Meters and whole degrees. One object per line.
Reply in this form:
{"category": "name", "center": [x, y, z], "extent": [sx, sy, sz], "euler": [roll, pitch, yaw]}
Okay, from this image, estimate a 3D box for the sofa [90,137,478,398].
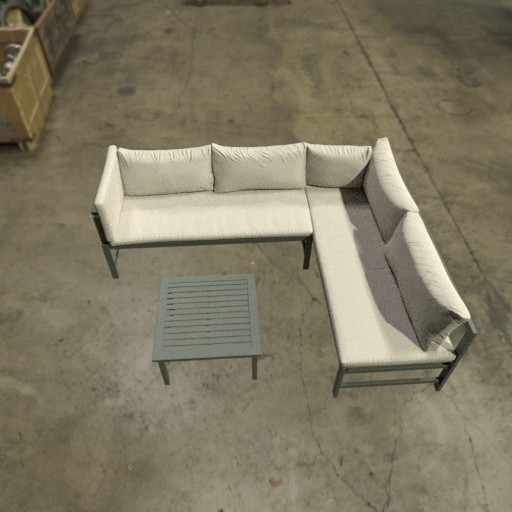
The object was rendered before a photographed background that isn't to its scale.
{"category": "sofa", "center": [0.000, 0.000, 2.894], "extent": [2.096, 0.758, 1.658], "euler": [-3, 47, -2]}
